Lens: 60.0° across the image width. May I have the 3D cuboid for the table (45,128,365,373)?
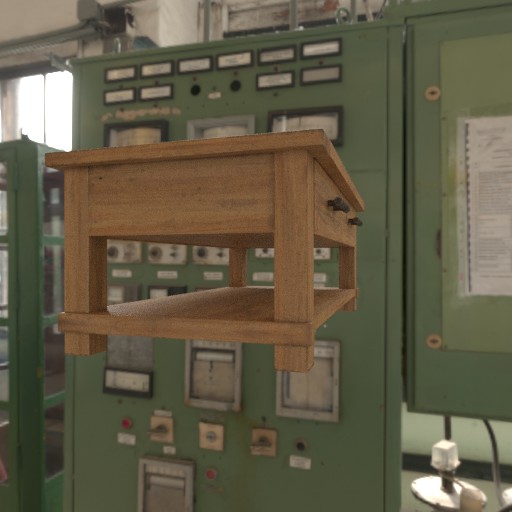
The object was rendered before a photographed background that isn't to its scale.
[{"bbox_3d":[0.000,0.000,1.578,0.693,0.494,1.270,0,-1,17],"label":"table"}]
